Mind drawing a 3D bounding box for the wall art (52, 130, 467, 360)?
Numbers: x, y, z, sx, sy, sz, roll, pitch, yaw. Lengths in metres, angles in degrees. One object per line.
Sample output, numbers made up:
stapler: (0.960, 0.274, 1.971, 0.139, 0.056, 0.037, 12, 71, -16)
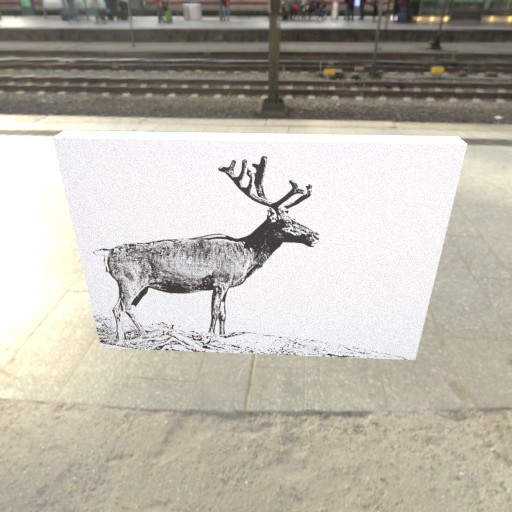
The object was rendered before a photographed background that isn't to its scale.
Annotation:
wall art: (0.000, 0.000, 0.770, 0.608, 0.414, 0.042, 2, 30, 3)
